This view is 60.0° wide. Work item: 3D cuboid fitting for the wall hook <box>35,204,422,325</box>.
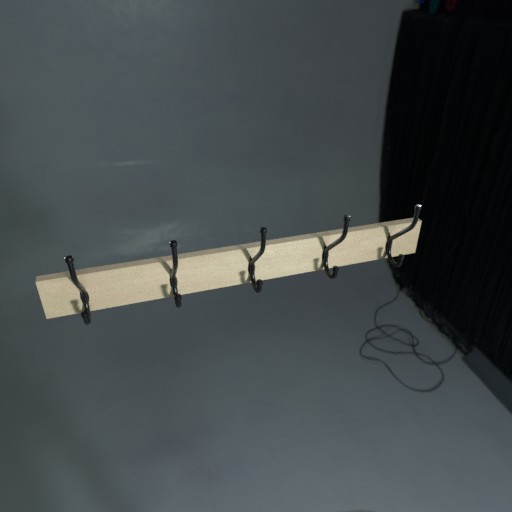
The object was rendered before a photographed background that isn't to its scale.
[{"bbox_3d":[0.000,0.000,0.618,0.571,0.117,0.071,-9,32,-15],"label":"wall hook"}]
